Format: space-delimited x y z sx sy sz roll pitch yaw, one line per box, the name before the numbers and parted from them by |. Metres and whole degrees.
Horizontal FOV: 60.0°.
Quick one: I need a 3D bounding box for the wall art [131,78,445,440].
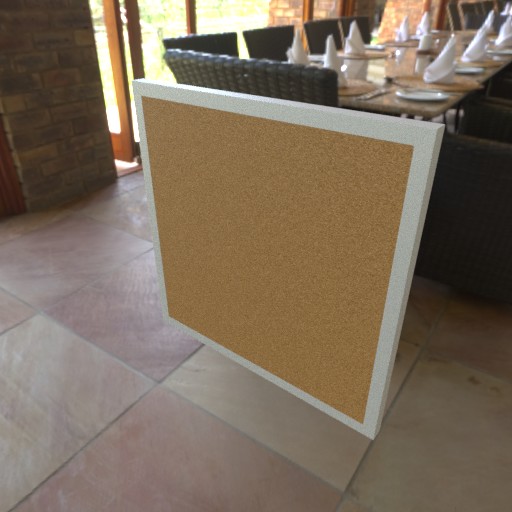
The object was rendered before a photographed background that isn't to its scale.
wall art | 0.000 0.000 1.114 0.762 0.762 0.038 21 37 32
